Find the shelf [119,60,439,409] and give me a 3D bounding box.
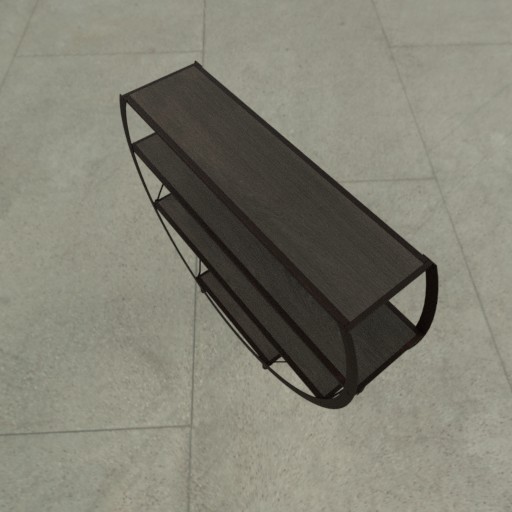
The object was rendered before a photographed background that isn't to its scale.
[{"bbox_3d":[0.000,0.000,1.892,0.344,1.063,1.403,-33,63,-20],"label":"shelf"}]
